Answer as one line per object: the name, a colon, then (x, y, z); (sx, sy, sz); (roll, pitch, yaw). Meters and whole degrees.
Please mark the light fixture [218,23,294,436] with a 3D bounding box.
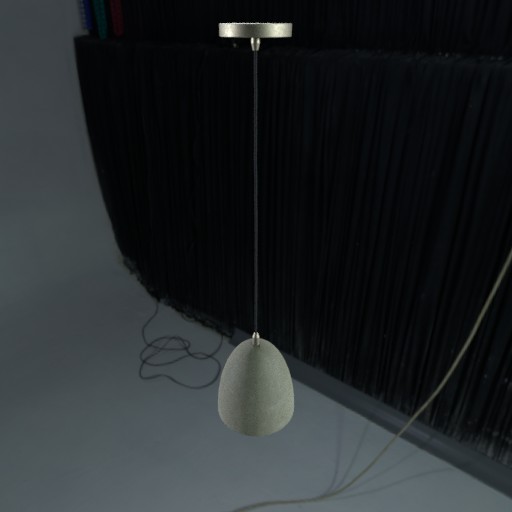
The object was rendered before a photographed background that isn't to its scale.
light fixture: (0.000, 0.000, 0.818); (0.170, 0.759, 0.170); (19, 33, 31)
